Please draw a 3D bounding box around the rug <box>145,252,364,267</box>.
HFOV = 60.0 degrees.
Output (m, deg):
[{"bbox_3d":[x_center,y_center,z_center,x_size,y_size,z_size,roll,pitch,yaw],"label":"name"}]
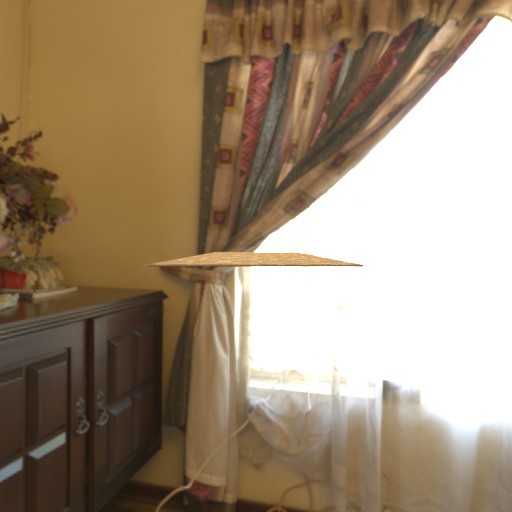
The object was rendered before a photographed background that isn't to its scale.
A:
[{"bbox_3d":[0.000,0.000,2.509,0.684,0.009,2.275,0,2,0],"label":"rug"}]
